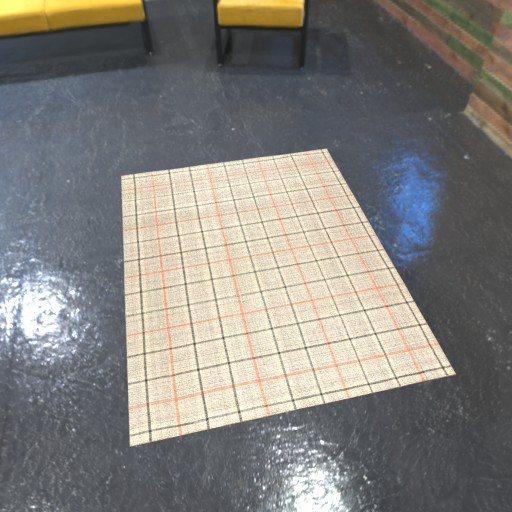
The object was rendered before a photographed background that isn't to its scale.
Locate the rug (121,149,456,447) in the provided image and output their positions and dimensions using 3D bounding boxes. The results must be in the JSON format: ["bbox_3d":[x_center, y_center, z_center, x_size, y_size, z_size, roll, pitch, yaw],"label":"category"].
[{"bbox_3d":[0.000,0.000,4.192,2.444,0.012,3.048,-9,48,-8],"label":"rug"}]
